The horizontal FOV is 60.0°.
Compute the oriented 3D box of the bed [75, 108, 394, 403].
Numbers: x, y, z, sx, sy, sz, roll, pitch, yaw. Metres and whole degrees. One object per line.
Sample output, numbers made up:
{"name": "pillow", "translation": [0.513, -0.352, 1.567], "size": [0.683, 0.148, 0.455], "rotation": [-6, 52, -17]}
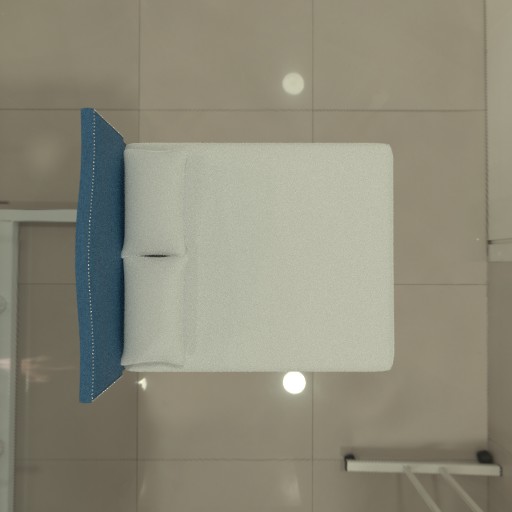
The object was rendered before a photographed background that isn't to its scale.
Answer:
{"name": "bed", "translation": [0.000, 0.000, 2.868], "size": [1.872, 1.169, 1.610], "rotation": [0, 89, 0]}
